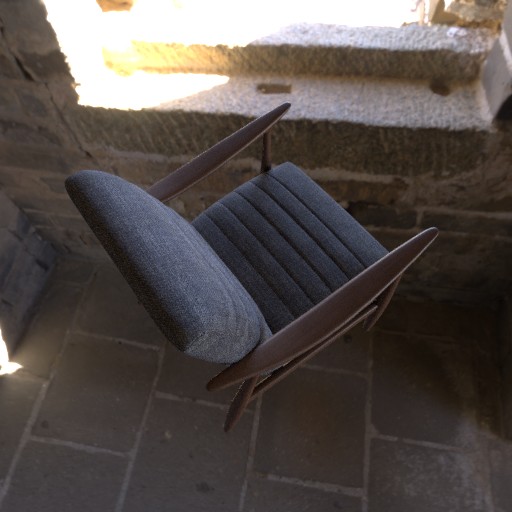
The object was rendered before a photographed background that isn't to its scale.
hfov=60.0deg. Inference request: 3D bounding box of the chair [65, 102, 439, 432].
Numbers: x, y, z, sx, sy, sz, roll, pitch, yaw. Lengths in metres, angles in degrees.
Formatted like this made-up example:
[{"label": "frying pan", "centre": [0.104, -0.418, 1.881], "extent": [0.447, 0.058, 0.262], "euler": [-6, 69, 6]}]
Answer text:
[{"label": "chair", "centre": [0.000, 0.000, 1.434], "extent": [0.798, 0.832, 0.741], "euler": [-33, 64, -18]}]
